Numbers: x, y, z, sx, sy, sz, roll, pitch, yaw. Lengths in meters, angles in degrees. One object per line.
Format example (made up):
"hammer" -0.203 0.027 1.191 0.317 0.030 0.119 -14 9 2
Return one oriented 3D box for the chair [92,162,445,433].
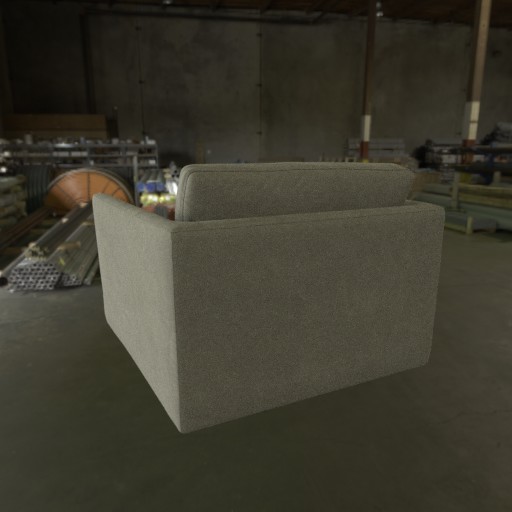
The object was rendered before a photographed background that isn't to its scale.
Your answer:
"chair" 0.000 0.000 1.918 1.190 0.845 1.091 -7 15 -25
